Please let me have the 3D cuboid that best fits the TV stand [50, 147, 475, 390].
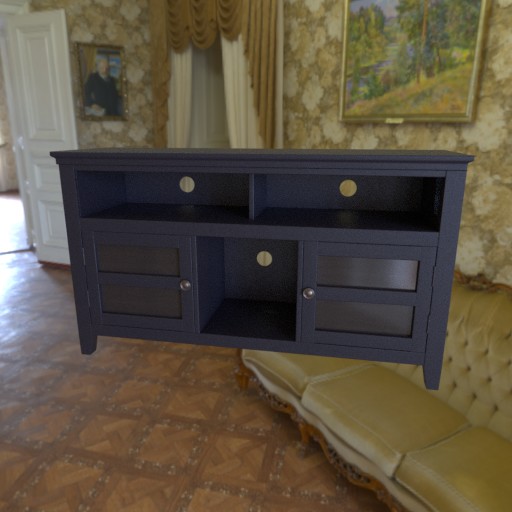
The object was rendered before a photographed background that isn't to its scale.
[{"bbox_3d":[0.000,0.000,1.473,1.198,0.681,0.347,3,16,11],"label":"TV stand"}]
